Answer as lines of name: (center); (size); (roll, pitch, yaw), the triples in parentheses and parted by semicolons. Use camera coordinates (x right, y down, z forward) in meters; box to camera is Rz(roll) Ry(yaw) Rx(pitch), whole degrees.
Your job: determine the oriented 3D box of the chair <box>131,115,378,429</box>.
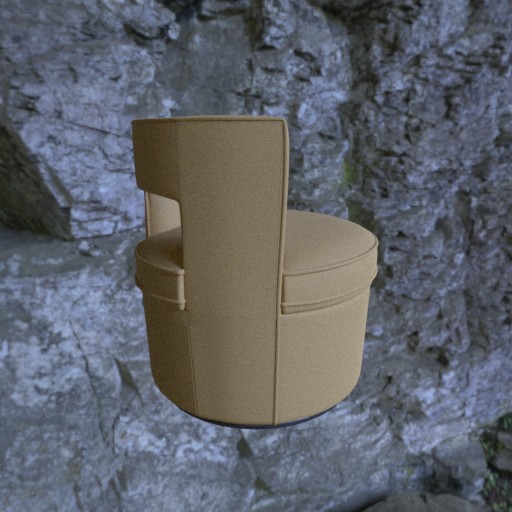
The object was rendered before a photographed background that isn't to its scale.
chair: (0.000, 0.000, 1.239); (0.665, 0.723, 0.650); (-7, 16, -26)
